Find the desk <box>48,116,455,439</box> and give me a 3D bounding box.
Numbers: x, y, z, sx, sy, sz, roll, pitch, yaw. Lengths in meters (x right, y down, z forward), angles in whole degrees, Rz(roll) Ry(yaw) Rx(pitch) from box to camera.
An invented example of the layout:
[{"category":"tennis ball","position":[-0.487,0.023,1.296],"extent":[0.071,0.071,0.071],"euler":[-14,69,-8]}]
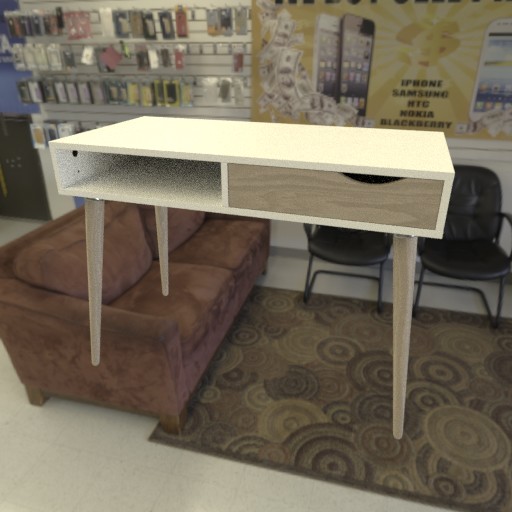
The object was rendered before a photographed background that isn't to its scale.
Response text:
[{"category":"desk","position":[0.000,0.000,1.367],"extent":[0.979,0.723,0.491],"euler":[8,27,16]}]
